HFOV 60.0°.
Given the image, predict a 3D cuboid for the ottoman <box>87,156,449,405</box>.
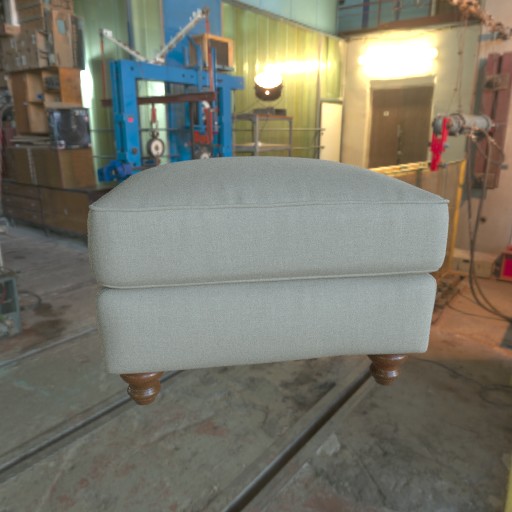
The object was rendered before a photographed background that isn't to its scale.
[{"bbox_3d":[0.000,0.000,1.162,0.716,0.505,0.662,-2,16,-8],"label":"ottoman"}]
